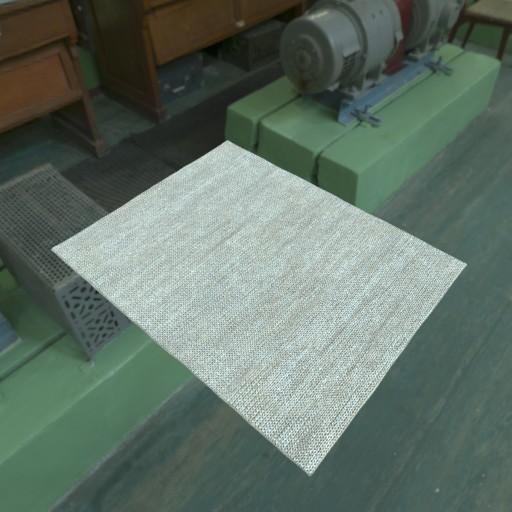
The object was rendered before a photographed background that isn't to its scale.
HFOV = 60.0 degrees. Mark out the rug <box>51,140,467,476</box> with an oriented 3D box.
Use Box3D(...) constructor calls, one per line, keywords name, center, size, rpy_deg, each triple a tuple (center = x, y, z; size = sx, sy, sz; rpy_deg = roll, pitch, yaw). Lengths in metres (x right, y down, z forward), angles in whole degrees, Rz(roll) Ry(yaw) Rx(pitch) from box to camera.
Box3D(name="rug", center=(0.000, 0.000, 4.132), size=(3.052, 0.030, 2.429), rpy_deg=(33, 56, 26))
